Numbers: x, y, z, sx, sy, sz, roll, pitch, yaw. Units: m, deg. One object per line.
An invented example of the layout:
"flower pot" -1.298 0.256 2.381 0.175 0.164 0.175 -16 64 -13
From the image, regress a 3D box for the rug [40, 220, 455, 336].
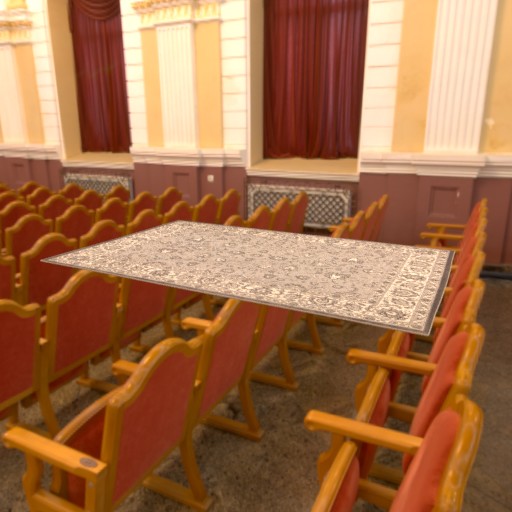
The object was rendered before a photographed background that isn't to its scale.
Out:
"rug" 0.000 0.000 3.049 2.438 0.011 1.524 8 18 26
